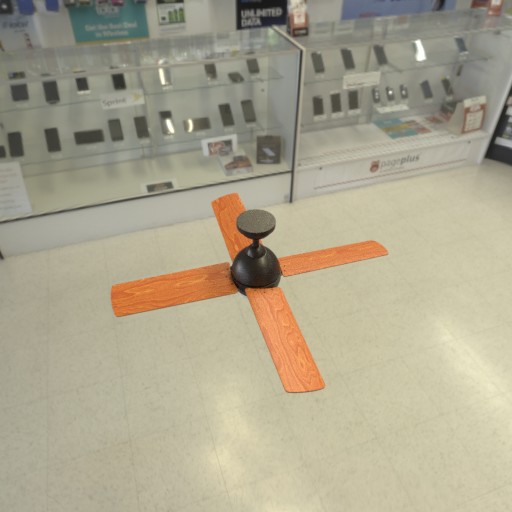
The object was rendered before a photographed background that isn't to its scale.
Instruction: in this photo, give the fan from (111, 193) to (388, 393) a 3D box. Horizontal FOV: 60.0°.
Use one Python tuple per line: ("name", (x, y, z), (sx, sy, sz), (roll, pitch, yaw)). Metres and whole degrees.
("fan", (0.000, 0.000, 2.032), (1.332, 0.403, 1.332), (-11, 42, -12))
